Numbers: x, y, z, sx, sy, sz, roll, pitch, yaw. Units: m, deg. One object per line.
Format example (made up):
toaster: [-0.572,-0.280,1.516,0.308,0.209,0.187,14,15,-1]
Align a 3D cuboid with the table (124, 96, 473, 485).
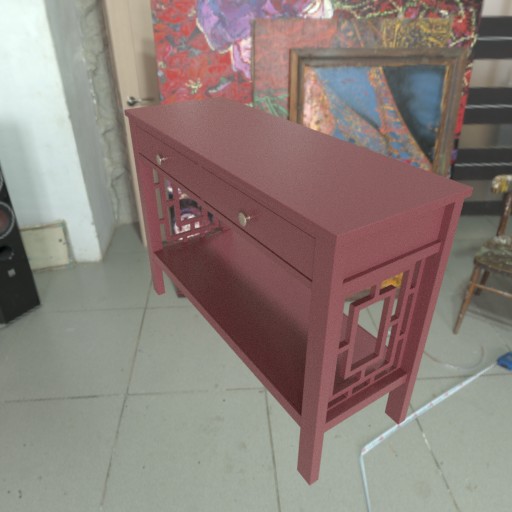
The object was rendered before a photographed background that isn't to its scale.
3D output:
table: [0.000,0.000,1.420,0.397,0.753,1.068,-19,36,-28]
